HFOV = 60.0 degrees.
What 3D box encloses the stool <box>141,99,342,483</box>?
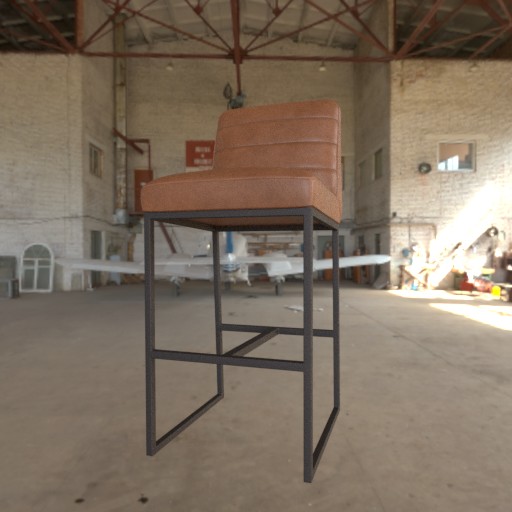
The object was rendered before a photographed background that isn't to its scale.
[{"bbox_3d":[0.000,0.000,1.323,0.458,1.040,0.556,0,1,18],"label":"stool"}]
